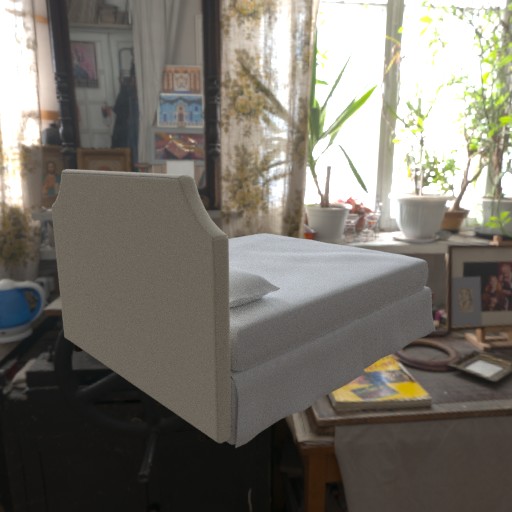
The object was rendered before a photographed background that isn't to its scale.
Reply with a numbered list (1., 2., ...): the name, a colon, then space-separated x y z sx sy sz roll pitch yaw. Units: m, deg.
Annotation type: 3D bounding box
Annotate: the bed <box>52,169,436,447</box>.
1. bed: 0.000 0.000 4.088 2.773 1.590 2.350 -12 18 -44
